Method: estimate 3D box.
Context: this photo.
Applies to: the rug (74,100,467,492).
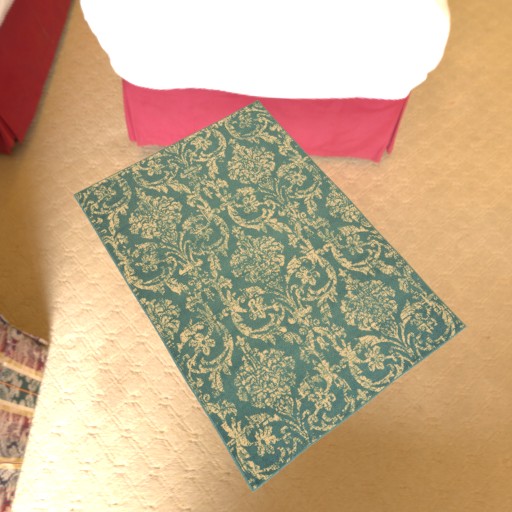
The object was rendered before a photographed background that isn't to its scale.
[{"bbox_3d":[0.000,0.000,2.860,1.554,0.012,2.205,-32,68,-14],"label":"rug"}]
